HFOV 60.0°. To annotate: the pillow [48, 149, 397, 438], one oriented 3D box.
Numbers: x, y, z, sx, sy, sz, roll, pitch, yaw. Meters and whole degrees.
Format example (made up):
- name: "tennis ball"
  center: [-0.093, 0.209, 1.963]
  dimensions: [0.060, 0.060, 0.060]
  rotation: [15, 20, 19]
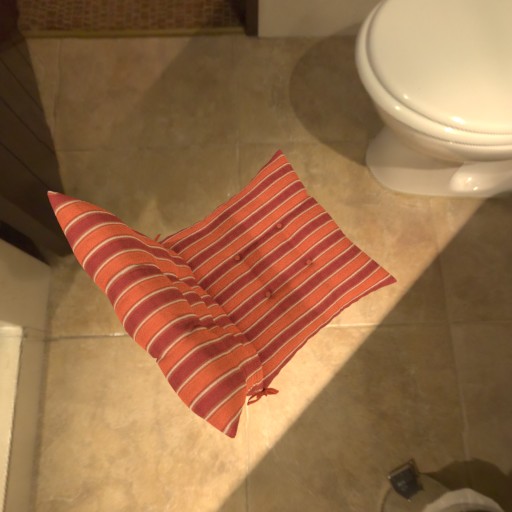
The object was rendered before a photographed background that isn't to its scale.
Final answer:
- name: "pillow"
  center: [0.000, 0.000, 0.991]
  dimensions: [0.585, 0.536, 0.541]
  rotation: [-38, 78, -9]
